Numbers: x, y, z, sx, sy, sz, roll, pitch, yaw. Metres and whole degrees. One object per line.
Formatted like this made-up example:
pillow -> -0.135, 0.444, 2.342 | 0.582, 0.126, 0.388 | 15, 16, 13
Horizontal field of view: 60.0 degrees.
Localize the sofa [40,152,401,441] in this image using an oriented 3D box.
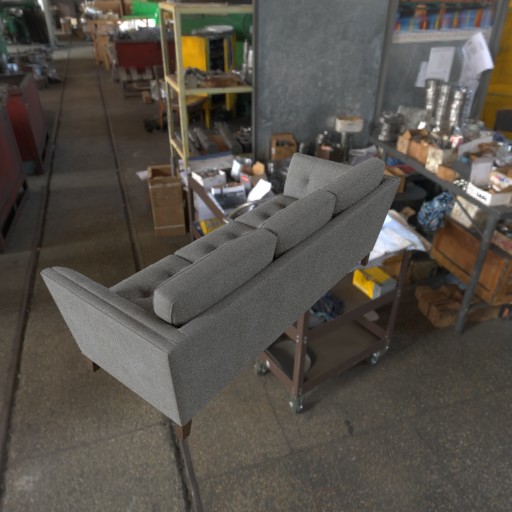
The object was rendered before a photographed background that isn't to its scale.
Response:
sofa -> 0.000, 0.000, 2.978 | 0.965, 0.940, 2.387 | 22, 38, 31
